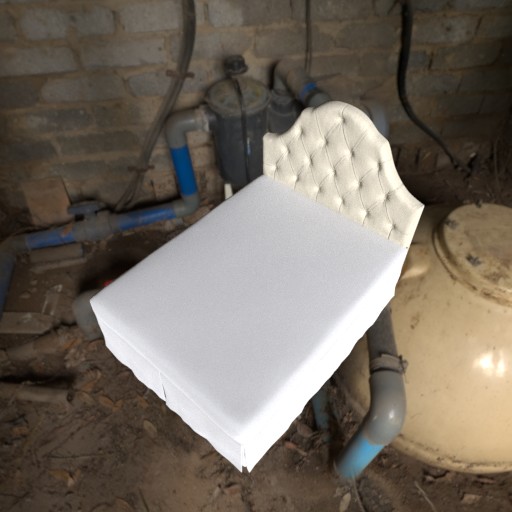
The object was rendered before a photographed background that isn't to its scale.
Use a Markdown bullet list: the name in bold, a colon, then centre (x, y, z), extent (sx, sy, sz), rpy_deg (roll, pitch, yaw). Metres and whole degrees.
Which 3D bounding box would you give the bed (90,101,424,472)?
- **bed**: centre (0.000, 0.000, 3.284), extent (1.627, 1.575, 2.092), rpy_deg (32, 55, 26)
